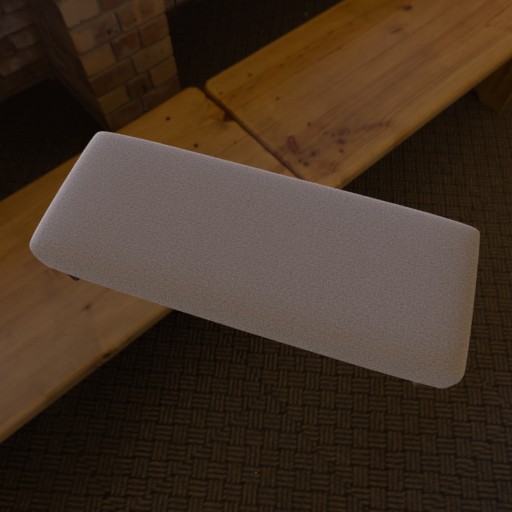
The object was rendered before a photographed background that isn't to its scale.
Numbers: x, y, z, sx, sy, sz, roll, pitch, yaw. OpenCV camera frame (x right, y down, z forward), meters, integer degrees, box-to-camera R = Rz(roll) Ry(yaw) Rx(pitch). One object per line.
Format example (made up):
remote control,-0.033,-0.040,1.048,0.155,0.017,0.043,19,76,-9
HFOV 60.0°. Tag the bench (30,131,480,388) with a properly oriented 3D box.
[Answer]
bench,0.000,0.000,1.794,1.598,0.383,0.631,16,65,8
